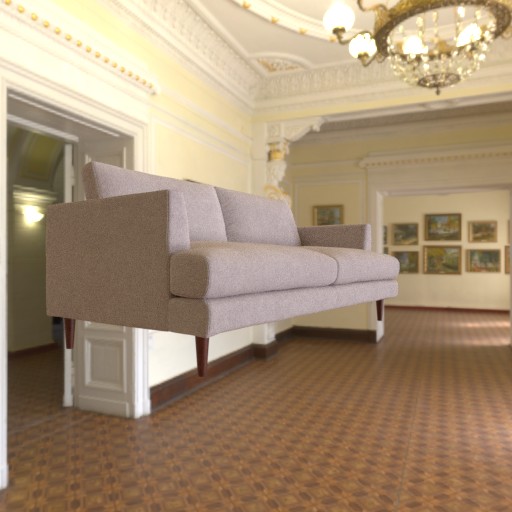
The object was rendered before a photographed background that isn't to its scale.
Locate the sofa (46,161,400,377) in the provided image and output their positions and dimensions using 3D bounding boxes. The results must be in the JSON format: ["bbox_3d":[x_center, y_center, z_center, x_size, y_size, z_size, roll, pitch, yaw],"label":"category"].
[{"bbox_3d":[0.000,0.000,2.527,1.020,0.868,1.948,0,-1,36],"label":"sofa"}]
